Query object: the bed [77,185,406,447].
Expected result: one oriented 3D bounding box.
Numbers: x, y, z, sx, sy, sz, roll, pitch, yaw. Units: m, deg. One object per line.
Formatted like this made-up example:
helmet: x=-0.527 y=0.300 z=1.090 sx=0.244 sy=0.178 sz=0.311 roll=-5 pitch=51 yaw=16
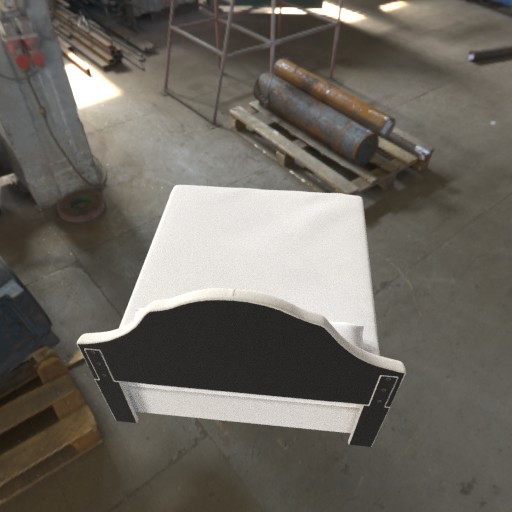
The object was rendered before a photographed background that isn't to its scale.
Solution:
bed: x=0.000 y=0.000 z=3.558 sx=2.008 sy=1.615 sz=2.214 roll=4 pitch=46 yaw=4
